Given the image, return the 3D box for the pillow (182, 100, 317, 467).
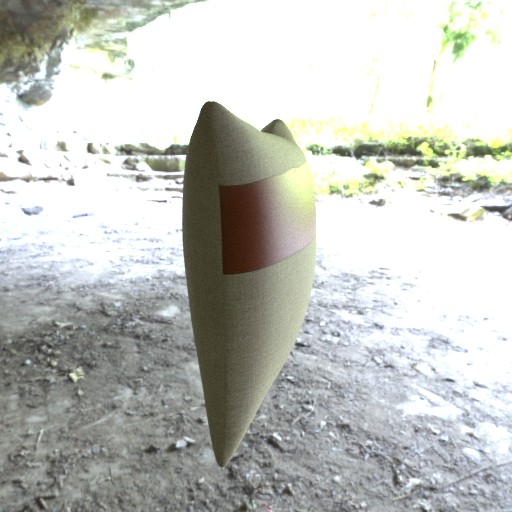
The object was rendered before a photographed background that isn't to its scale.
[{"bbox_3d":[0.000,0.000,0.645,0.173,0.399,0.414,3,15,11],"label":"pillow"}]
